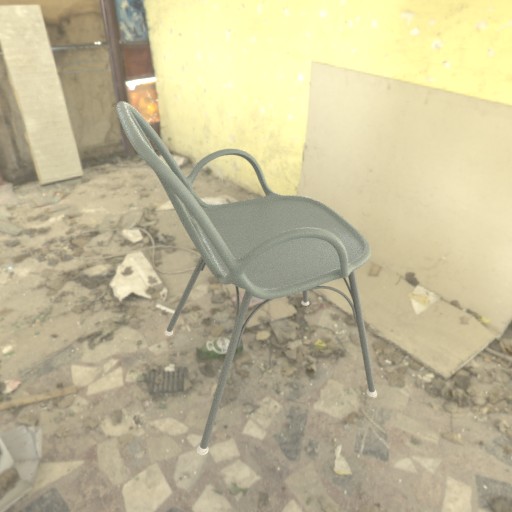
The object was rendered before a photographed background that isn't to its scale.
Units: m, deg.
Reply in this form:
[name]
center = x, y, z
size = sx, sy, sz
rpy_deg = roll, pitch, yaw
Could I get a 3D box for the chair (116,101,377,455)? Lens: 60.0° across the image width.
[chair]
center = 0.000, 0.000, 1.206
size = 0.597, 0.816, 0.549
rpy_deg = -11, 34, -17
